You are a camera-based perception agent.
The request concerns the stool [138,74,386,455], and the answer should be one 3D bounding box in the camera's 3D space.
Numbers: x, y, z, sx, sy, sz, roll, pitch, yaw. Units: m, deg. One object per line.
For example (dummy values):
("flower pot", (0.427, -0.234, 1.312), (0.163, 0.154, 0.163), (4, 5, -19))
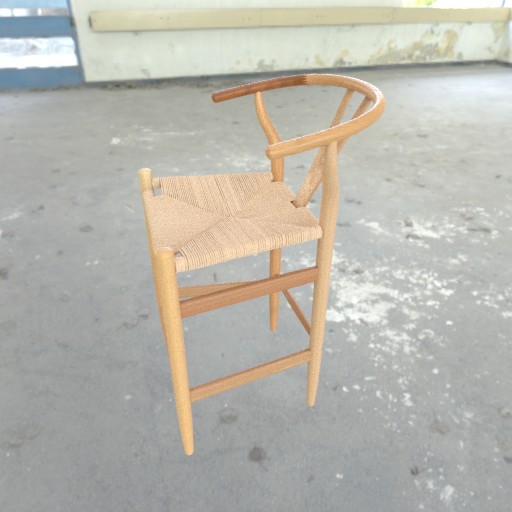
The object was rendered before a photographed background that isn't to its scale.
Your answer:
("stool", (0.000, 0.000, 1.272), (0.575, 0.923, 0.536), (-9, 33, -14))
